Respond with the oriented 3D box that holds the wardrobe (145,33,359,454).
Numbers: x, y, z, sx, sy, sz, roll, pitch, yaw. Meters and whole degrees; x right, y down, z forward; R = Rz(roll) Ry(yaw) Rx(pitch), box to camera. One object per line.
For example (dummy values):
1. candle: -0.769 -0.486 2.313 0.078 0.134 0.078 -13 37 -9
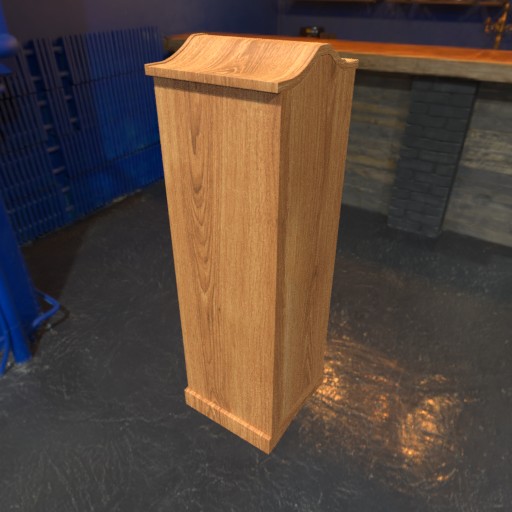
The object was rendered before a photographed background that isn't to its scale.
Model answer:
1. wardrobe: 0.000 0.000 2.109 0.570 1.870 0.590 20 37 29
